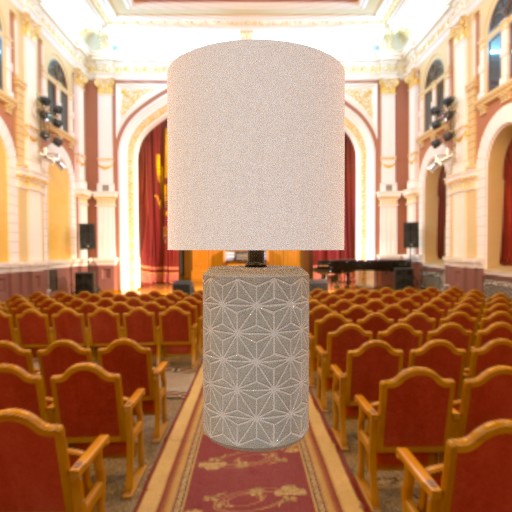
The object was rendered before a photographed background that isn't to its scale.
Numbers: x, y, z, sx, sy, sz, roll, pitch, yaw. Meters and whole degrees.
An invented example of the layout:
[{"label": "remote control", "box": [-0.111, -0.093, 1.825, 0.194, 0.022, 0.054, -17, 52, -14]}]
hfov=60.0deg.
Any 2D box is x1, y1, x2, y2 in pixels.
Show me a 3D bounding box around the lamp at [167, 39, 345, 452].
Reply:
[{"label": "lamp", "box": [0.000, 0.000, 0.528, 0.206, 0.416, 0.206, 0, 1, -1]}]
